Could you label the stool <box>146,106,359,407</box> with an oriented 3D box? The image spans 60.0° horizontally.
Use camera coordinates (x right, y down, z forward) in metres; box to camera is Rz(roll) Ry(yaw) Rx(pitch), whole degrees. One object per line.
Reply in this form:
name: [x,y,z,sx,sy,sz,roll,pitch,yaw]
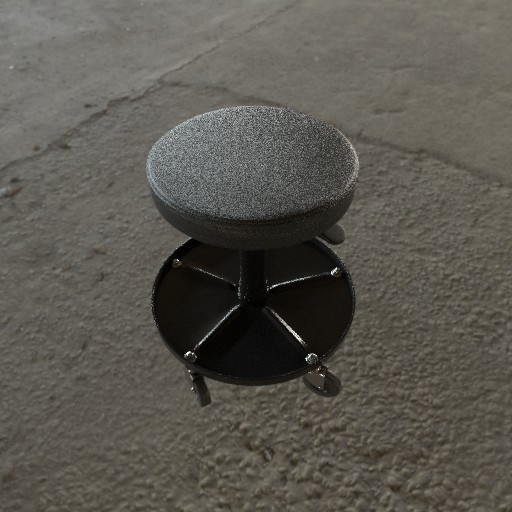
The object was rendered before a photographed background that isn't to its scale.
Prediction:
stool: [0.000,0.000,0.694,0.382,0.365,0.381,24,50,22]
